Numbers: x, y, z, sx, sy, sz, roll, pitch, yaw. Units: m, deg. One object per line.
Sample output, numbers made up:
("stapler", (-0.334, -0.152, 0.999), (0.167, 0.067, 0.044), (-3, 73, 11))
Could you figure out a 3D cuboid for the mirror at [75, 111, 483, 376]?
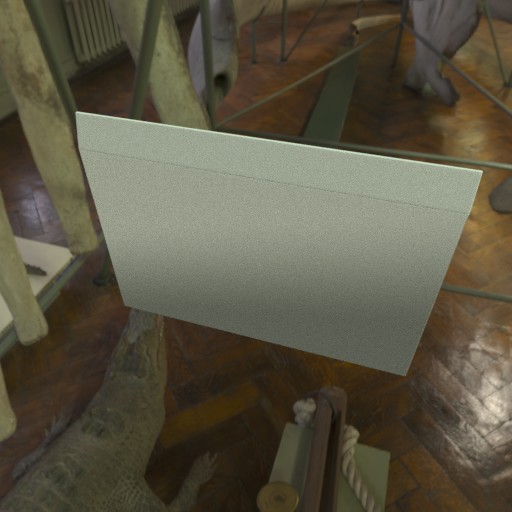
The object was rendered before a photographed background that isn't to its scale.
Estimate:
("mirror", (0.000, 0.000, 1.117), (0.870, 0.630, 0.030), (12, 43, 13))
